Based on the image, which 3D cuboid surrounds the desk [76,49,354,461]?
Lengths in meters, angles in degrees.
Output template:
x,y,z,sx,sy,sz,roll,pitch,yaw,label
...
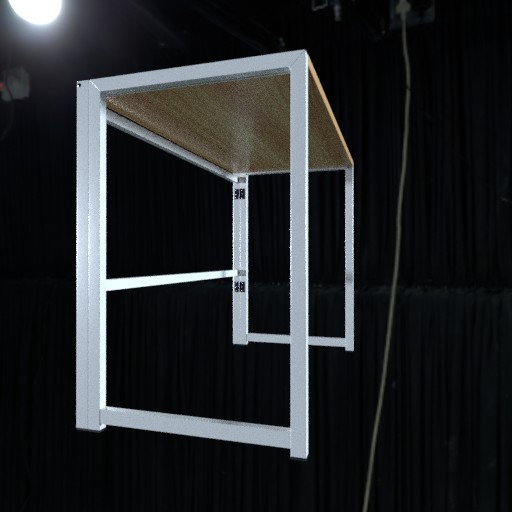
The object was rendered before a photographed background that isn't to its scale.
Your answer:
x,y,z,sx,sy,sz,roll,pitch,yaw,label
0.000,0.000,1.377,0.508,0.762,1.016,0,0,17,desk
